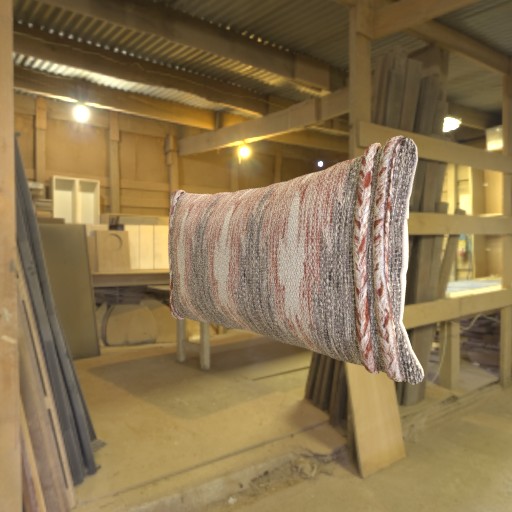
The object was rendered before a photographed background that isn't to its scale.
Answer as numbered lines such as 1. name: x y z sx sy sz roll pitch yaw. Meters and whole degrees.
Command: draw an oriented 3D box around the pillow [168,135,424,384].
1. pillow: 0.000 0.000 0.744 0.139 0.282 0.635 -1 1 -36
